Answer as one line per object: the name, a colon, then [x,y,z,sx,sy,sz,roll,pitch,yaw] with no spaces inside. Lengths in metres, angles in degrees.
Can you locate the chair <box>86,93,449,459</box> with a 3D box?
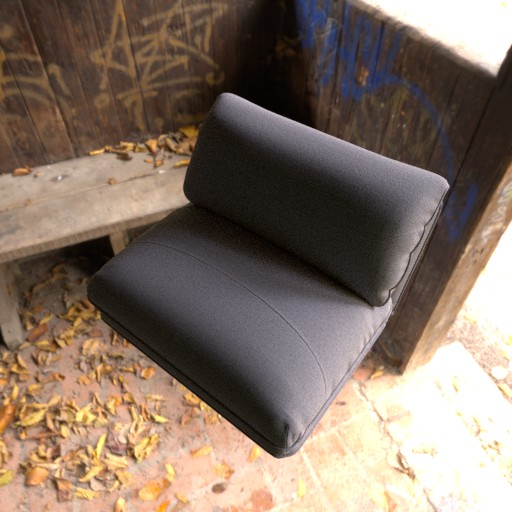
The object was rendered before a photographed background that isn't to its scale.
chair: [0.000,0.000,1.359,0.820,0.580,0.780,30,54,25]
